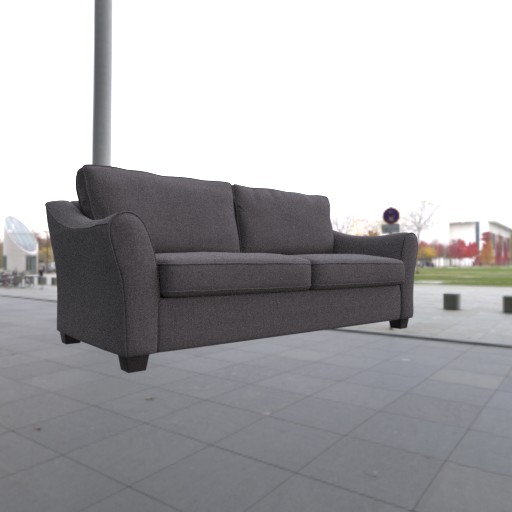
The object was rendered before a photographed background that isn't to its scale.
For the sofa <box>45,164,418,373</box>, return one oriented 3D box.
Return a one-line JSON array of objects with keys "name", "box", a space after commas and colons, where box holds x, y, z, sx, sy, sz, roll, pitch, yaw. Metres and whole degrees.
[{"name": "sofa", "box": [0.000, 0.000, 2.739, 2.203, 0.976, 1.013, 1, -1, -39]}]
